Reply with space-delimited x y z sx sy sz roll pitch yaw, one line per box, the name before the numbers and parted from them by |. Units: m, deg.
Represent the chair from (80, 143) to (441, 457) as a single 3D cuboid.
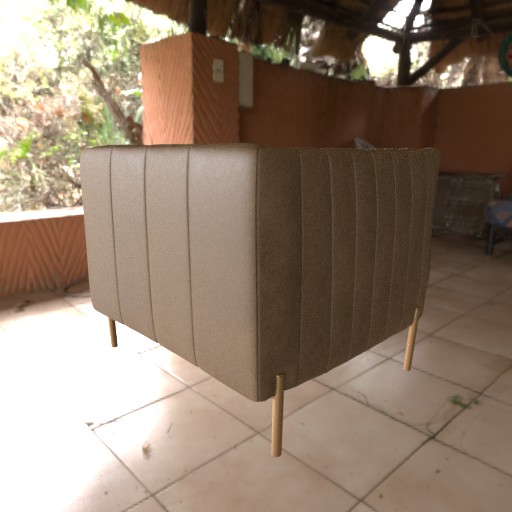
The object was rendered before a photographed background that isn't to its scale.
chair | 0.000 0.000 1.600 0.876 0.779 0.981 -13 18 -42
